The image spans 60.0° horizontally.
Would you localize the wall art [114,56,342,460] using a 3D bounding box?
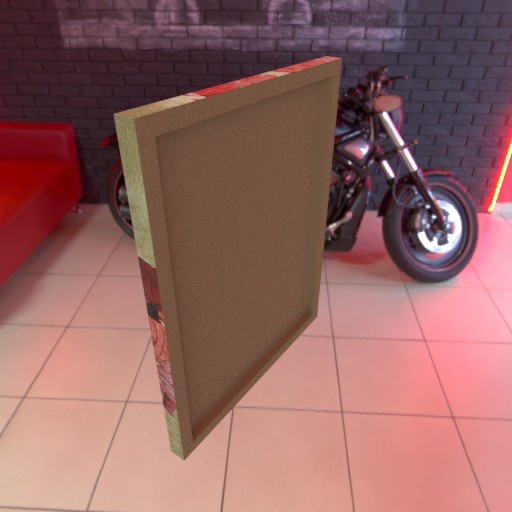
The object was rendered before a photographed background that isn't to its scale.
[{"bbox_3d":[0.000,0.000,0.672,0.028,0.508,0.406,21,38,30],"label":"wall art"}]
